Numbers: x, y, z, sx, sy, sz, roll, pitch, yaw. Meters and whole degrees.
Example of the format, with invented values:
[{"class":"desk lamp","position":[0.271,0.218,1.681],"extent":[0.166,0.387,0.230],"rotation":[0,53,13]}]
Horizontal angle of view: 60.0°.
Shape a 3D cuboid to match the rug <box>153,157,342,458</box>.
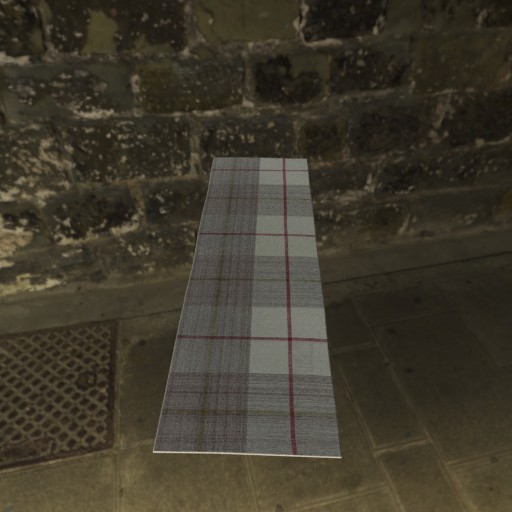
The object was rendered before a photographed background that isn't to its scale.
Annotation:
[{"class":"rug","position":[0.000,0.000,2.704],"extent":[0.762,0.013,2.439],"rotation":[1,41,1]}]
